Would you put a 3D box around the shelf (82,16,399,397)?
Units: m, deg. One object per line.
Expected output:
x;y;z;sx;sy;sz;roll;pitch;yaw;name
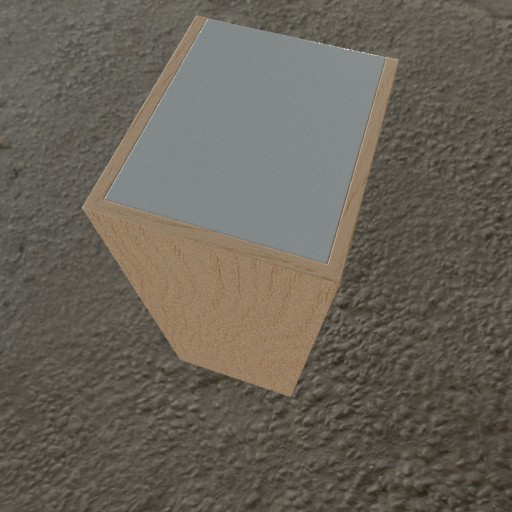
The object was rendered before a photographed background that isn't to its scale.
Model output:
0.000;0.000;0.727;0.250;0.600;0.290;16;65;8;shelf
